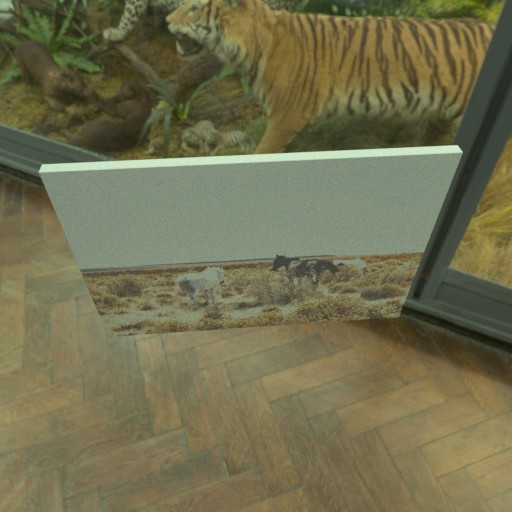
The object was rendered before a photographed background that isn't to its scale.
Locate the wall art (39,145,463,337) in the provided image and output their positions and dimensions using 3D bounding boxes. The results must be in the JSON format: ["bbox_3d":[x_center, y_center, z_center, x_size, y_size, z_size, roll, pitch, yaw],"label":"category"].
[{"bbox_3d":[0.000,0.000,1.965,1.520,1.016,0.051,-3,46,-3],"label":"wall art"}]
